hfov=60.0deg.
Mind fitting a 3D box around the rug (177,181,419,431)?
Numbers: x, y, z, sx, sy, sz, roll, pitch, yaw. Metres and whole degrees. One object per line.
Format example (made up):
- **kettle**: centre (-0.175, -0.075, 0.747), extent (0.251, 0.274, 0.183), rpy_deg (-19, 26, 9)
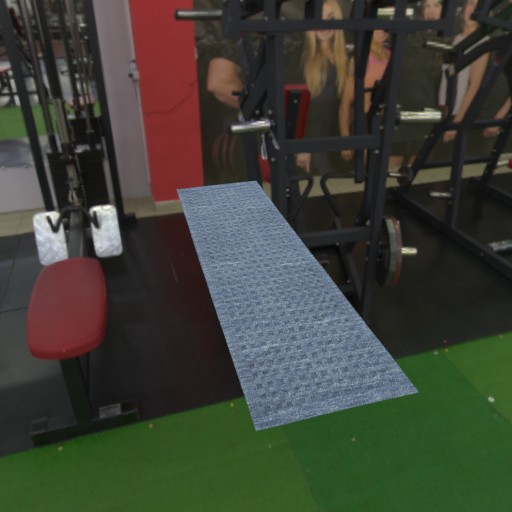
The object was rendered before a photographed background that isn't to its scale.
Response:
- **rug**: centre (0.000, 0.000, 2.730), extent (0.688, 0.008, 2.443), rpy_deg (-8, 32, -13)
